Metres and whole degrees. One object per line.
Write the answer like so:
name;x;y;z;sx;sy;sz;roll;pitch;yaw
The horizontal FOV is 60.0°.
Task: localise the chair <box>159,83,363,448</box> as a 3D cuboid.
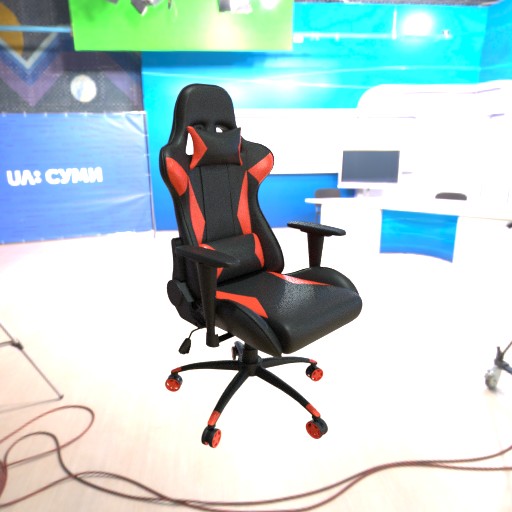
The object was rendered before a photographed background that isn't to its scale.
chair;0.000;0.000;1.715;0.730;1.282;0.695;15;22;42
